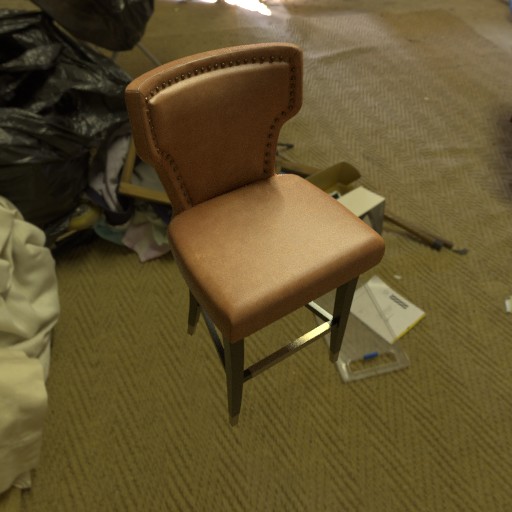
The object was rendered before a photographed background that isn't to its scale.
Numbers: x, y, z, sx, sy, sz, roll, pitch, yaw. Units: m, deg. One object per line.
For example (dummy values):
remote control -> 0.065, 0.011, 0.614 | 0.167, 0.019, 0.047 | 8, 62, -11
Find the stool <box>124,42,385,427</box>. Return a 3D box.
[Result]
stool -> 0.000, 0.000, 1.395 | 0.526, 1.092, 0.563 | -25, 51, -23
